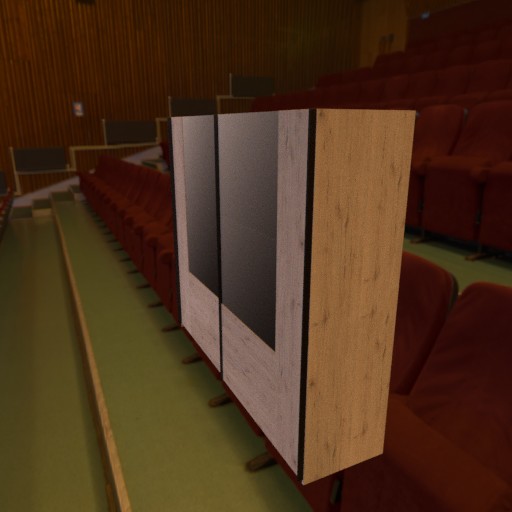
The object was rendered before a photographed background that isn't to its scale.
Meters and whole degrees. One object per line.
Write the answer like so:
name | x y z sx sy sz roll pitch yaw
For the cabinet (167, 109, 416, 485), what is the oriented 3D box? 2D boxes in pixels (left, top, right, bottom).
cabinet | 0.000 0.000 3.595 0.660 2.180 2.500 -8 18 -25
